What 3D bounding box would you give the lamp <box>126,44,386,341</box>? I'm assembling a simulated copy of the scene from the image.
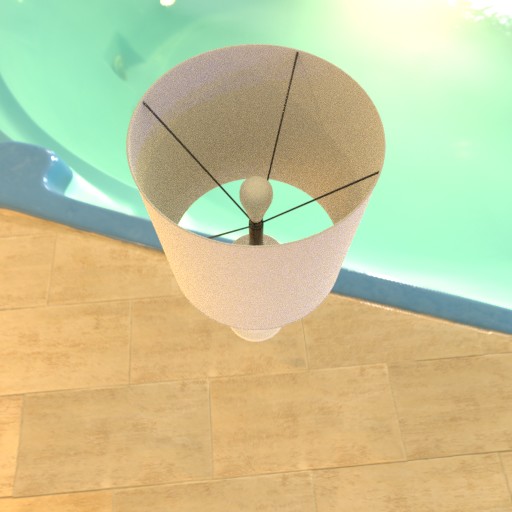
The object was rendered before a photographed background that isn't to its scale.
[{"bbox_3d":[0.000,0.000,0.563,0.208,0.455,0.208,1,64,0],"label":"lamp"}]
